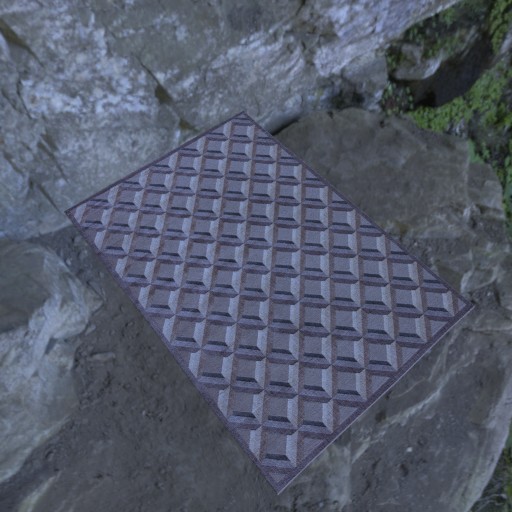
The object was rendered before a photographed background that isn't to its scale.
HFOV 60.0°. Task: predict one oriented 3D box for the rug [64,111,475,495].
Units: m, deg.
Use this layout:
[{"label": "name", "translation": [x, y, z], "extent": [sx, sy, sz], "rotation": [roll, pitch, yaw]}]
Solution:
[{"label": "rug", "translation": [0.000, 0.000, 2.890], "extent": [1.600, 0.013, 2.260], "rotation": [-35, 65, -19]}]
